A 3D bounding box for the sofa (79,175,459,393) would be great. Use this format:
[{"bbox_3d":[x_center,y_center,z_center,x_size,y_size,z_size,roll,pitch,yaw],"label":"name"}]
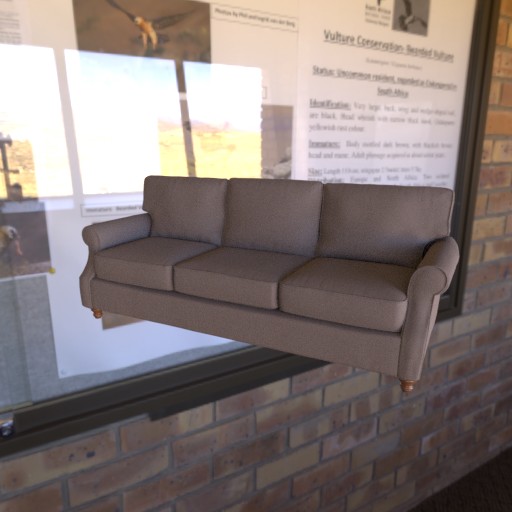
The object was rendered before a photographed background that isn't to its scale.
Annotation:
[{"bbox_3d":[0.000,0.000,2.847,2.353,0.948,0.966,7,16,26],"label":"sofa"}]
